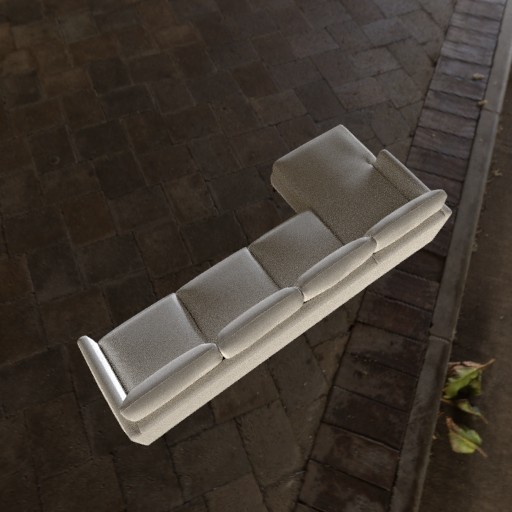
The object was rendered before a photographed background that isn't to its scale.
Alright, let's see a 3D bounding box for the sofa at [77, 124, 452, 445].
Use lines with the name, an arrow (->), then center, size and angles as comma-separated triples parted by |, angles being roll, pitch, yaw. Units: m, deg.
sofa -> 0.000, 0.000, 3.844 | 3.186, 0.875, 1.467 | -33, 68, -15
